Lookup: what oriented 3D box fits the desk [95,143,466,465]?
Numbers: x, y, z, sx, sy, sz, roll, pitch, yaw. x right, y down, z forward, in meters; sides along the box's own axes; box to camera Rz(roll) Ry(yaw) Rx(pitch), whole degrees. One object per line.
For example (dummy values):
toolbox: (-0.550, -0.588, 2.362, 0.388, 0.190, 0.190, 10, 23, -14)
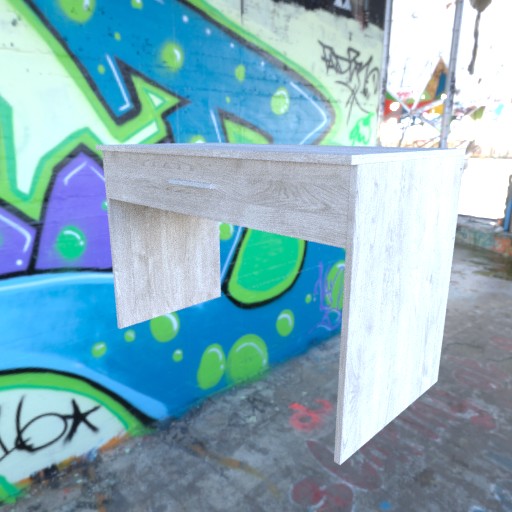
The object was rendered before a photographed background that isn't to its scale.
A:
desk: (0.000, 0.000, 1.521, 0.560, 0.730, 1.100, -15, 21, -42)
